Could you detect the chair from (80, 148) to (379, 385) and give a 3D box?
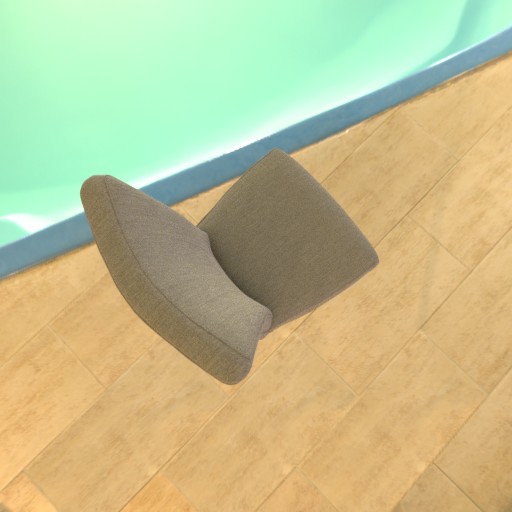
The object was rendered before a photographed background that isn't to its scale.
[{"bbox_3d":[0.000,0.000,1.370,0.660,0.991,0.520,-38,79,-9],"label":"chair"}]
